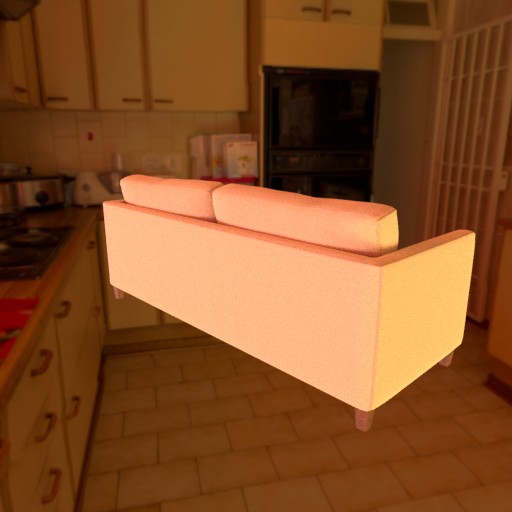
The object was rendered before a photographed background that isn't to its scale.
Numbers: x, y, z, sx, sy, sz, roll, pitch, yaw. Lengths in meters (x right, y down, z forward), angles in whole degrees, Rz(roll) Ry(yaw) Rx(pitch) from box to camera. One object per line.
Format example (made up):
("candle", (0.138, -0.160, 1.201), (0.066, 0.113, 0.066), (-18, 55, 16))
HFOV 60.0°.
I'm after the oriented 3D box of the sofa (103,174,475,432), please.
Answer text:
("sofa", (0.000, 0.000, 2.854), (0.951, 0.968, 2.361), (-14, 21, -42))
